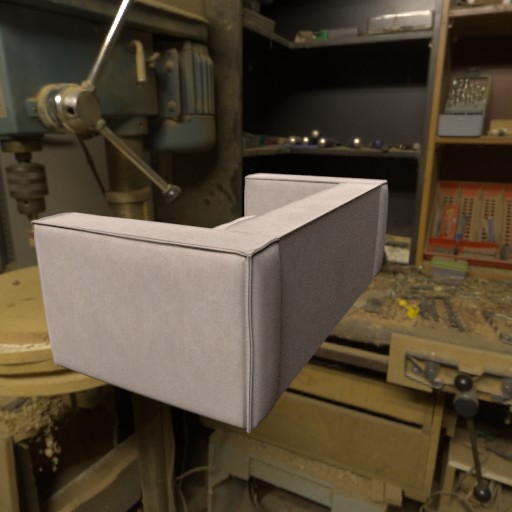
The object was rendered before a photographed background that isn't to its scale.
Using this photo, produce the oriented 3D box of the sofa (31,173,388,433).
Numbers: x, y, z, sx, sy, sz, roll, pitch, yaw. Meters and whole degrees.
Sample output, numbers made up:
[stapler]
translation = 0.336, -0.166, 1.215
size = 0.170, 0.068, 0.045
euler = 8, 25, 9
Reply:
[sofa]
translation = 0.000, 0.000, 2.431
size = 1.038, 0.680, 1.995
euler = 8, 18, 26
